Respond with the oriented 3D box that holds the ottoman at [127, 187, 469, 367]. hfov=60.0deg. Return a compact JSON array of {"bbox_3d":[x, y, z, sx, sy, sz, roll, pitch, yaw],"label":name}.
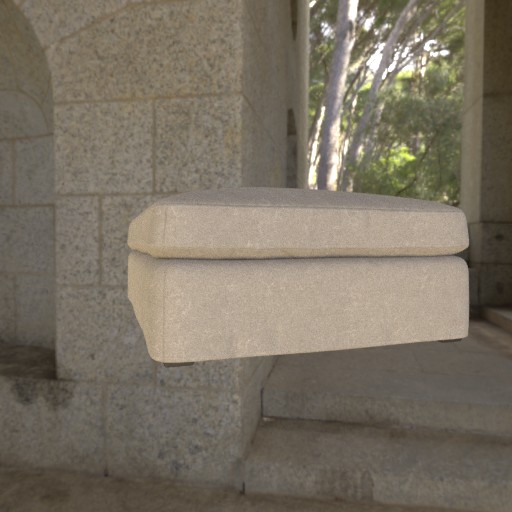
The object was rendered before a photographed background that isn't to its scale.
[{"bbox_3d":[0.000,0.000,1.583,0.840,0.429,1.199,-1,2,-19],"label":"ottoman"}]
